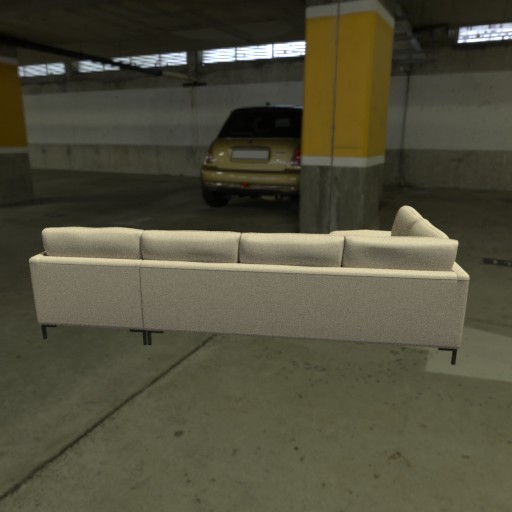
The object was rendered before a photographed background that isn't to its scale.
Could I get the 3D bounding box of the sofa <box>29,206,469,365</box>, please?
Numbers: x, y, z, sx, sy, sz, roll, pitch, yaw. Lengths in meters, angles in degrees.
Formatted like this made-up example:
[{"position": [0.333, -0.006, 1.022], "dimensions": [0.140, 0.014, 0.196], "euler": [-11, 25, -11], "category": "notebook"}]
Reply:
[{"position": [0.000, 0.000, 3.585], "dimensions": [2.737, 0.756, 1.879], "euler": [2, 16, 7], "category": "sofa"}]
